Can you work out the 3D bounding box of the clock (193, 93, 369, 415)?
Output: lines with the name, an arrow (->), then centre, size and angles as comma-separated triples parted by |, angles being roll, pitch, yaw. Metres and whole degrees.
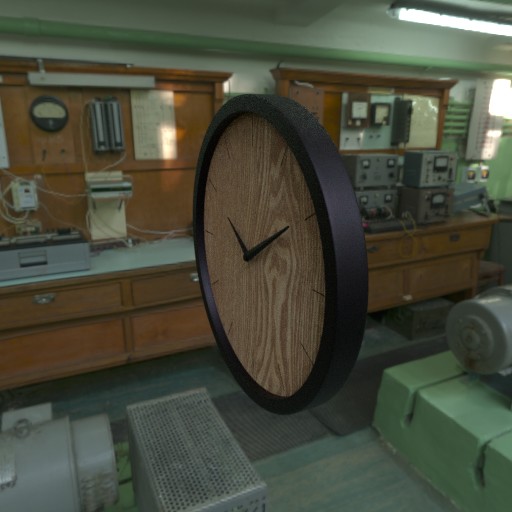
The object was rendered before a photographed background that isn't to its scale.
clock -> 0.000, 0.000, 0.457 | 0.029, 0.314, 0.314 | -8, 18, -26
